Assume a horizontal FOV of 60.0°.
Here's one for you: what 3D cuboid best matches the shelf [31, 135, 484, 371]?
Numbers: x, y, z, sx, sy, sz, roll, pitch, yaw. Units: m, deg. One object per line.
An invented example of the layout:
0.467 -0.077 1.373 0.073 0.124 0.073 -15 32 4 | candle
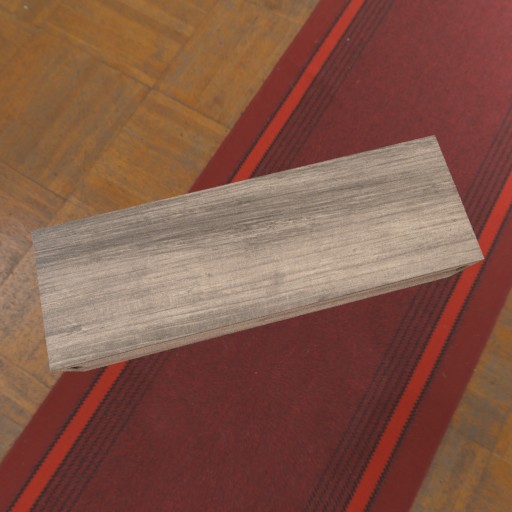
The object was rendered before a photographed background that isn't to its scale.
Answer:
0.000 0.000 0.686 0.610 0.125 0.200 -14 76 -4 | shelf
